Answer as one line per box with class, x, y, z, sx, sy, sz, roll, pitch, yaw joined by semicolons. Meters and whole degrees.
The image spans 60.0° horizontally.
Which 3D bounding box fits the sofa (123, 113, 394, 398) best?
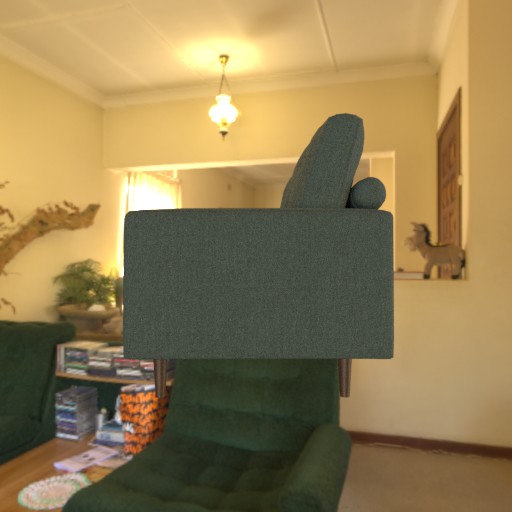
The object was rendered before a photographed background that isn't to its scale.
sofa;0.000;0.000;1.964;0.842;0.907;1.407;0;0;-1
